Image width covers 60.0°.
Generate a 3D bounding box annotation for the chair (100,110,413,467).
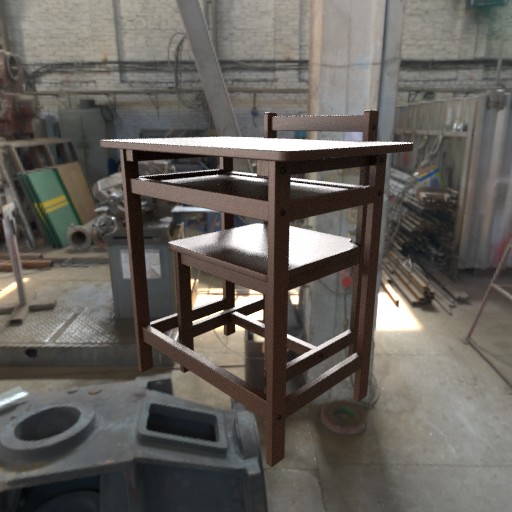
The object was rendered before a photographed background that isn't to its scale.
[{"bbox_3d":[0.000,0.000,1.073,0.463,0.673,0.599,-16,23,-42],"label":"chair"}]
